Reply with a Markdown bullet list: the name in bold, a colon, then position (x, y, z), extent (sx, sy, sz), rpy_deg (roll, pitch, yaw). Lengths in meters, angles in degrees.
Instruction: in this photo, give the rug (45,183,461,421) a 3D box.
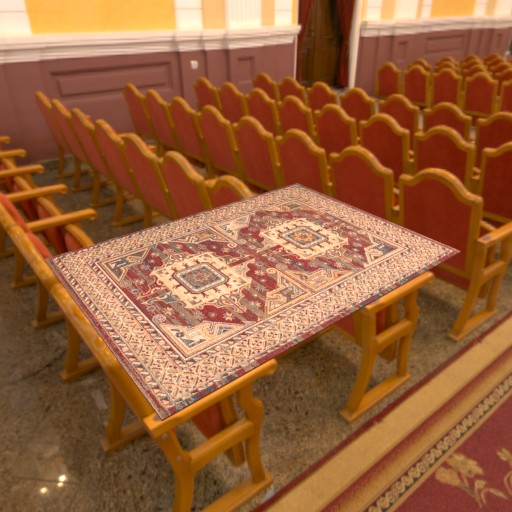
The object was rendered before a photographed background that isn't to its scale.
- **rug**: position (0.000, 0.000, 2.902), extent (2.210, 0.011, 1.599), rpy_deg (-21, 36, -32)
